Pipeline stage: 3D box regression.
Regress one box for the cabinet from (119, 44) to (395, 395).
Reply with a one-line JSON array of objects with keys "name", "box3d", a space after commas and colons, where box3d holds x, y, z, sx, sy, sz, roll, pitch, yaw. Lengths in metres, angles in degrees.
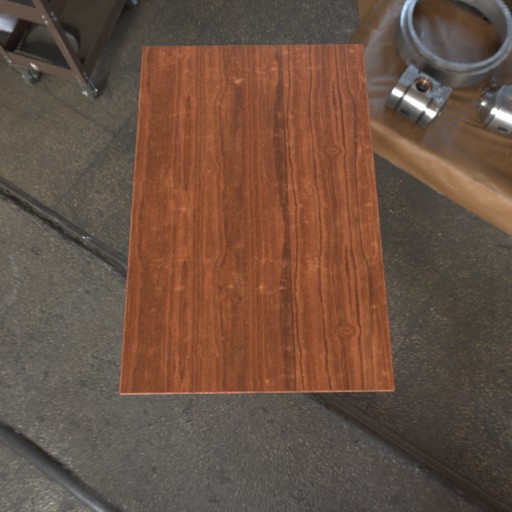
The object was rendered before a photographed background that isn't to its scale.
[{"name": "cabinet", "box3d": [0.000, 0.000, 1.061, 0.410, 0.695, 0.607, -1, 74, 0]}]
